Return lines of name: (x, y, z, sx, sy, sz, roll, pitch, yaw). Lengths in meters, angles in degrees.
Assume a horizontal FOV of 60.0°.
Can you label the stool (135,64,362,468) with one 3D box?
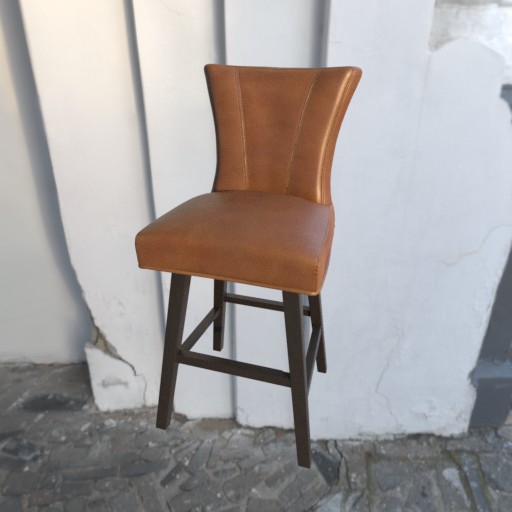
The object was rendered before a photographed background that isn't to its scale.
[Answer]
stool: (0.000, 0.000, 1.408, 0.522, 1.094, 0.585, 8, 27, 16)
